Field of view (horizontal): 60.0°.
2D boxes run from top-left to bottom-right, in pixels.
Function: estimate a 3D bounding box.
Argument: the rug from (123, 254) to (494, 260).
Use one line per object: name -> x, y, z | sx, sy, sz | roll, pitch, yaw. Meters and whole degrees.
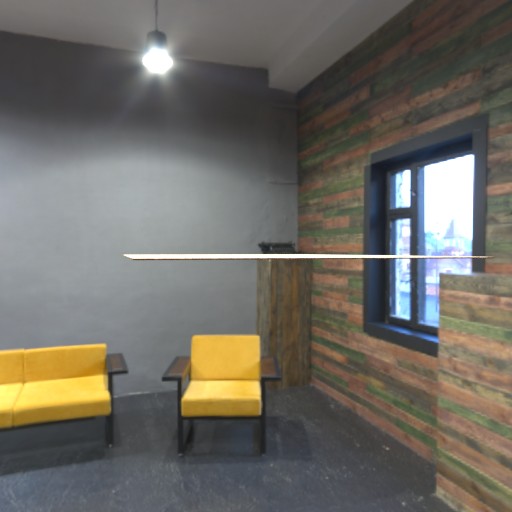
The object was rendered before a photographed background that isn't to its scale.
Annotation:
rug -> 0.000, 0.000, 4.315 | 2.438, 0.010, 3.353 | 0, 1, -18
